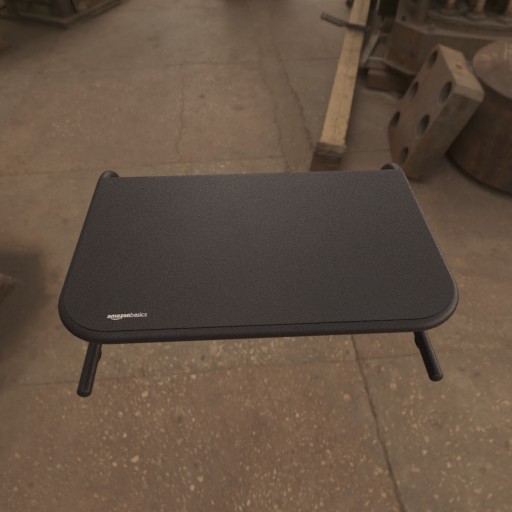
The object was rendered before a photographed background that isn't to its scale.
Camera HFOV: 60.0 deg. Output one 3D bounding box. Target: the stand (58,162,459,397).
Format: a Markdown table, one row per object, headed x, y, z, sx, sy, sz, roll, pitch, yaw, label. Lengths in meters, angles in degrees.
| x | y | z | sx | sy | sz | roll | pitch | yaw | label |
| --- | --- | --- | --- | --- | --- | --- | --- | --- | --- |
| 0.000 | 0.000 | 0.508 | 0.370 | 0.108 | 0.280 | -2 | 46 | -2 | stand |
